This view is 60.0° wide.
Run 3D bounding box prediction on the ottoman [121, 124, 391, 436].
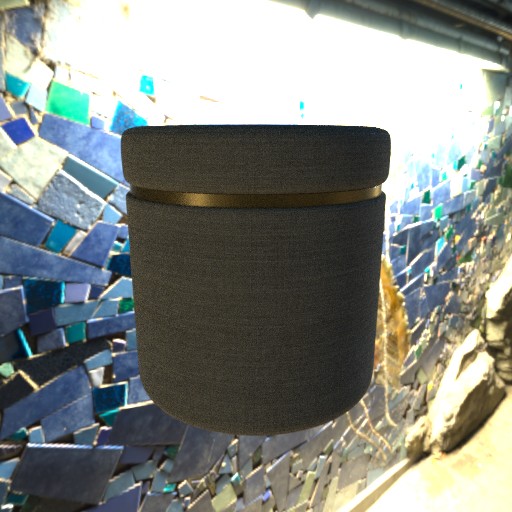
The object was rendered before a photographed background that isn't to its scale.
[{"bbox_3d":[0.000,0.000,0.727,0.400,0.406,0.400,0,15,0],"label":"ottoman"}]
